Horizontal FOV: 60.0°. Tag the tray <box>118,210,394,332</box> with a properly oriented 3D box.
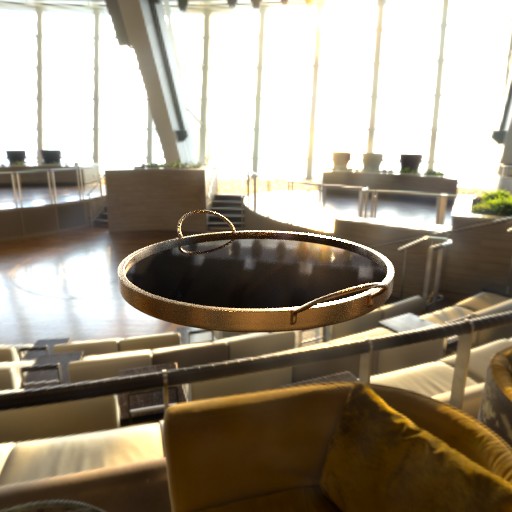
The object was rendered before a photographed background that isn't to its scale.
[{"bbox_3d":[0.000,0.000,0.731,0.438,0.069,0.543,-8,18,-26],"label":"tray"}]
